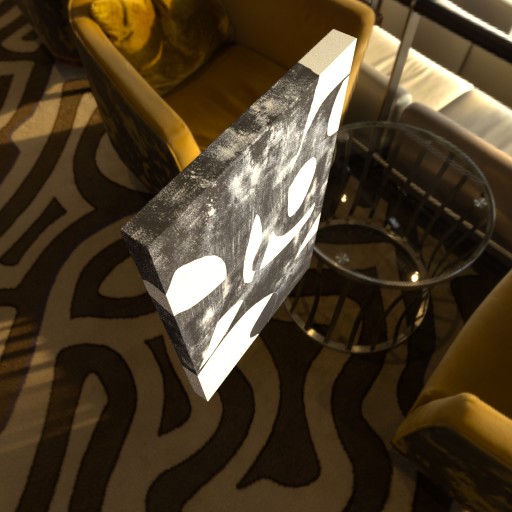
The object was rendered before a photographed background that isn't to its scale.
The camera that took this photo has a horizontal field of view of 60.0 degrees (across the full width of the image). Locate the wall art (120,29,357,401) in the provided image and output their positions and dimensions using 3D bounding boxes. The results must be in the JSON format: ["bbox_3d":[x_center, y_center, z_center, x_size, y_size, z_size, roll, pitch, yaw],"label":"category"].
[{"bbox_3d":[0.000,0.000,0.771,0.039,0.610,0.407,32,64,18],"label":"wall art"}]
